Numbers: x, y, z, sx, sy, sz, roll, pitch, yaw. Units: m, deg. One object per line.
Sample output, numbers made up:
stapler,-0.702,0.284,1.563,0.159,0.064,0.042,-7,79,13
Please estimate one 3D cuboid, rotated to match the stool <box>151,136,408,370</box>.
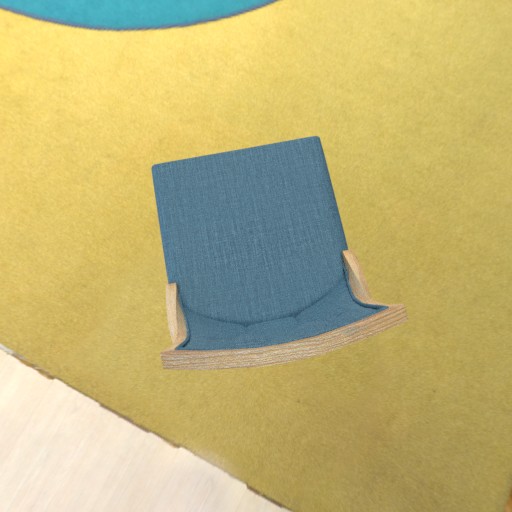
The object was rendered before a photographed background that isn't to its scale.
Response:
stool,0.000,0.000,1.286,0.524,0.938,0.626,-11,76,-3
